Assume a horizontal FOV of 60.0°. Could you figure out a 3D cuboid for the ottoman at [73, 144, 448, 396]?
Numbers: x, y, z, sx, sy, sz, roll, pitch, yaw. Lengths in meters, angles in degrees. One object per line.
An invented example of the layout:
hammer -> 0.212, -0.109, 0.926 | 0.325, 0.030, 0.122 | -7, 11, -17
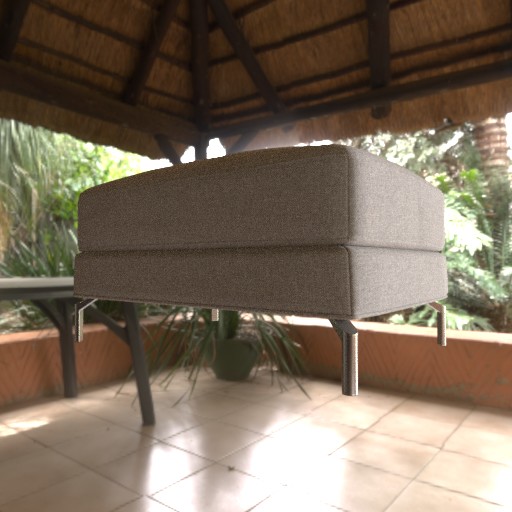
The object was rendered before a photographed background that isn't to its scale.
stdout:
ottoman -> 0.000, 0.000, 1.165 | 0.838, 0.457, 0.584 | -1, -1, 37
